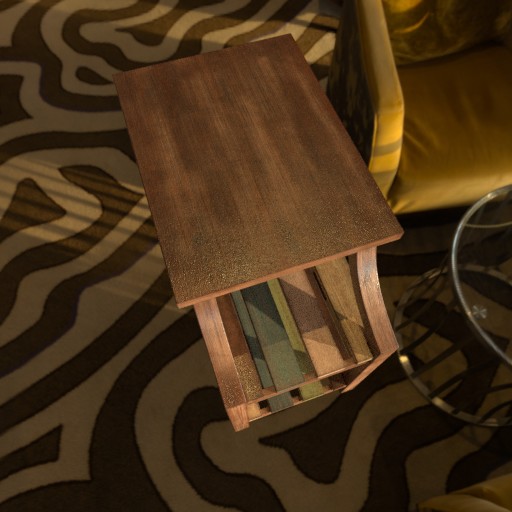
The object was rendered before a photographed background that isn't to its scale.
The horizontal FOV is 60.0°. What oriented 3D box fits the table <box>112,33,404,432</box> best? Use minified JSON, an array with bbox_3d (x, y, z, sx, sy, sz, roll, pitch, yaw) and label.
[{"bbox_3d":[0.000,0.000,0.979,0.356,0.584,0.609,-17,64,-8],"label":"table"}]
